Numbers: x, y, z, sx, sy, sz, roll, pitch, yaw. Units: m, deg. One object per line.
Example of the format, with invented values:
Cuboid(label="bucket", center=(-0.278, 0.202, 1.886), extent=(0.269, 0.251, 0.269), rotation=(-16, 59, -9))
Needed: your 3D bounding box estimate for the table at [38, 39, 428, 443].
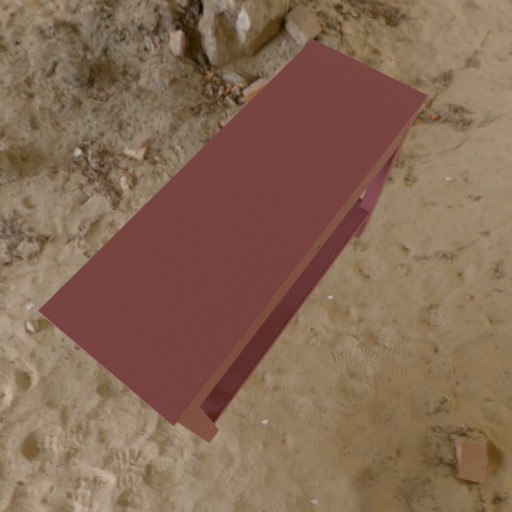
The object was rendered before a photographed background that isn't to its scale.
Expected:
Cuboid(label="table", center=(0.000, 0.000, 1.427), extent=(0.397, 0.753, 1.068), rotation=(34, 68, 15))
